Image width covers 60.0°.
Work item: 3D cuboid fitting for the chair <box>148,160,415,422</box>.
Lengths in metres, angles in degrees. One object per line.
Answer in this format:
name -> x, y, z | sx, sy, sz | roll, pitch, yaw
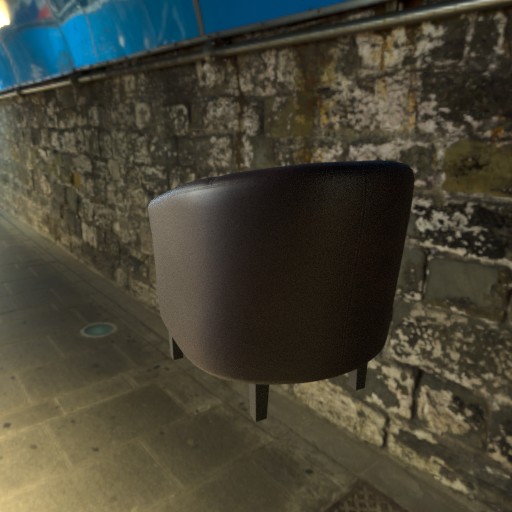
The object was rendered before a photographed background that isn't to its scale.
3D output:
chair -> 0.000, 0.000, 1.641 | 0.737, 0.755, 1.176 | -8, 18, -25
